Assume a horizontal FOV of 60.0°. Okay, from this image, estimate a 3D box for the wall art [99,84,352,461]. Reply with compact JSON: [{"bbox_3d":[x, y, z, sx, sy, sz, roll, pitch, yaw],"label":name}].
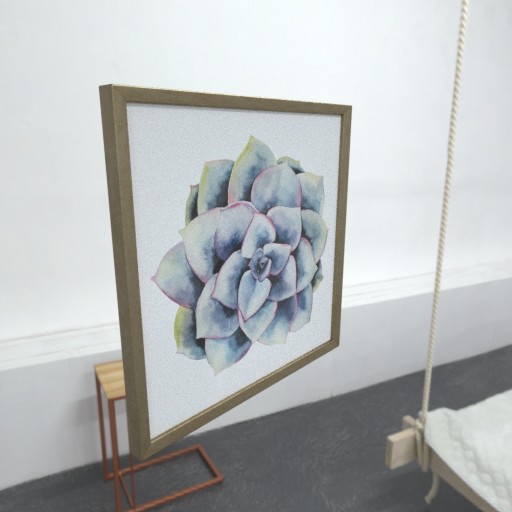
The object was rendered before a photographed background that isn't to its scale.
[{"bbox_3d":[0.000,0.000,0.751,0.030,0.506,0.503,14,21,42],"label":"wall art"}]
